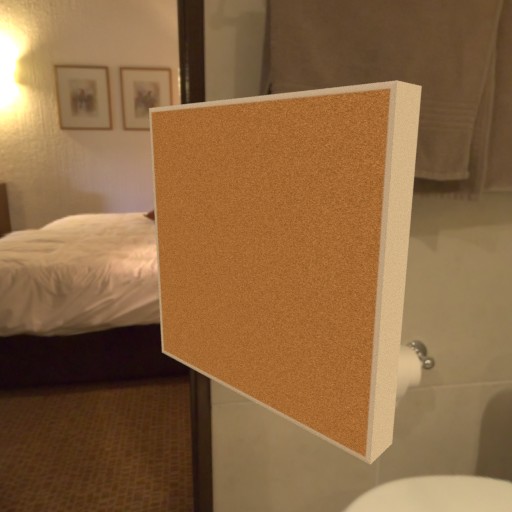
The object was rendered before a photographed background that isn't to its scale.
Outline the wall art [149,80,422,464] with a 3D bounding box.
[{"bbox_3d":[0.000,0.000,0.455,0.305,0.304,0.038,13,19,43],"label":"wall art"}]
